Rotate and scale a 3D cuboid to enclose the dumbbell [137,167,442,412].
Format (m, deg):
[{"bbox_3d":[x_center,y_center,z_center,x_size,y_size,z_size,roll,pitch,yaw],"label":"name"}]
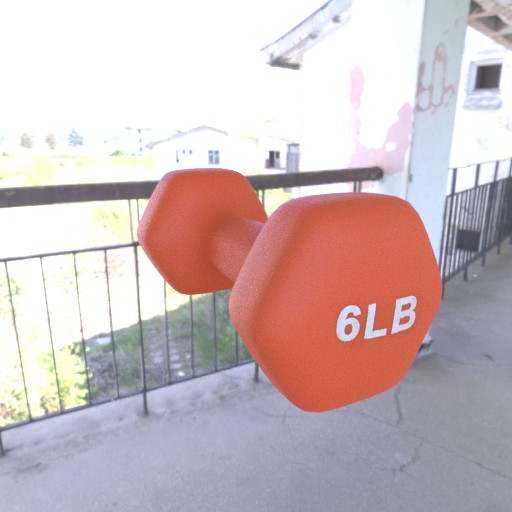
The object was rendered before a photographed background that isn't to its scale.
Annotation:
[{"bbox_3d":[0.000,0.000,0.204,0.079,0.071,0.162,-8,17,-26],"label":"dumbbell"}]
